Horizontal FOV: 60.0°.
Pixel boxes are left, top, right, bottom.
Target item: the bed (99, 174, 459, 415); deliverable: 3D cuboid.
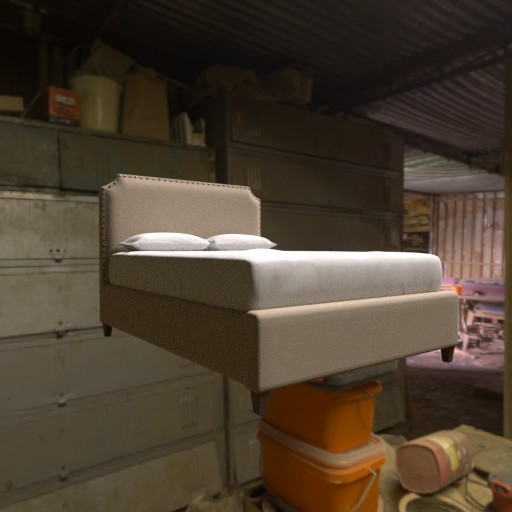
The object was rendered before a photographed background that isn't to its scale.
[{"bbox_3d":[0.000,0.000,3.414,1.703,1.415,2.329,-1,1,-36],"label":"bed"}]
